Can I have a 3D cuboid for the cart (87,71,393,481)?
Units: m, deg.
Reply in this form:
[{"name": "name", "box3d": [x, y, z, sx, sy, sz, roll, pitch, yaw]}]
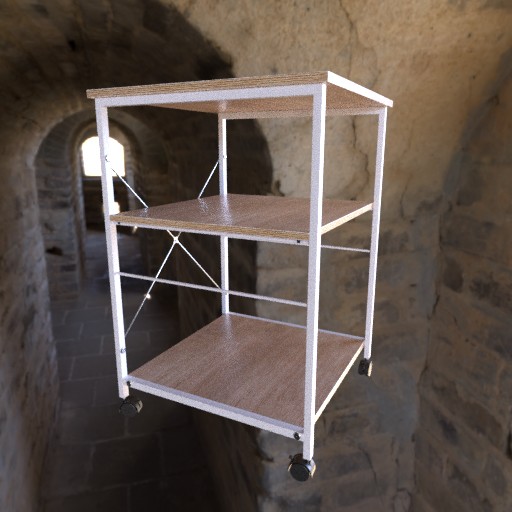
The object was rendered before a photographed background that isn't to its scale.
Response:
[{"name": "cart", "box3d": [0.000, 0.000, 1.115, 0.520, 0.762, 0.521, 7, 16, 26]}]
